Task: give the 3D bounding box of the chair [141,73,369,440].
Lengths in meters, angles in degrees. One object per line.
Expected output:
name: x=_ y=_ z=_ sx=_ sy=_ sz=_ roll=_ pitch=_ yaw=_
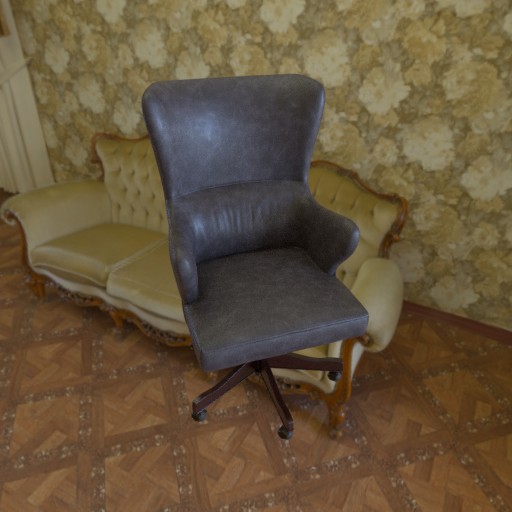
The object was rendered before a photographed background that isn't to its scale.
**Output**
chair: x=0.000 y=0.000 z=1.485 sx=0.594 sy=1.037 sz=0.717 roll=-10 pitch=33 yaw=-15
